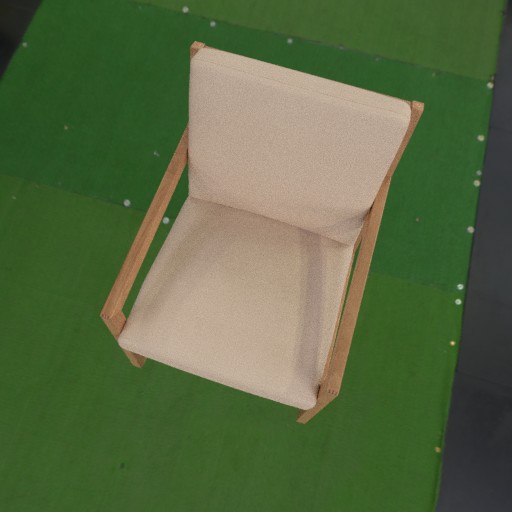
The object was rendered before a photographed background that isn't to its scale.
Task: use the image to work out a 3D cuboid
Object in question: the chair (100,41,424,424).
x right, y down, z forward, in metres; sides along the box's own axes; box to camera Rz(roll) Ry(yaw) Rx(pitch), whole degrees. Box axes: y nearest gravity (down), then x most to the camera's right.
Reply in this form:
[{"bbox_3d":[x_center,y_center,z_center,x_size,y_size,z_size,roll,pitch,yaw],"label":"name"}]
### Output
[{"bbox_3d":[0.000,0.000,1.347,0.622,0.790,0.857,17,75,5],"label":"chair"}]
